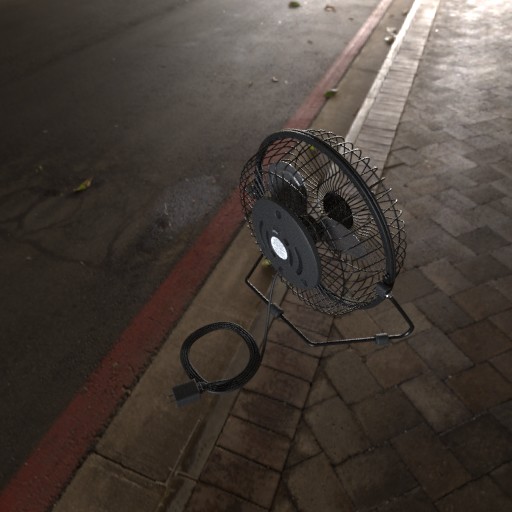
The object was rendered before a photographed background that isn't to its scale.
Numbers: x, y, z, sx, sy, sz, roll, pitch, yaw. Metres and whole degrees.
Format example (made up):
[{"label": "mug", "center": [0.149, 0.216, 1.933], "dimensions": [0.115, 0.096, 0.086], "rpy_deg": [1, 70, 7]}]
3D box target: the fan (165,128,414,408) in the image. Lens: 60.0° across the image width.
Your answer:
[{"label": "fan", "center": [0.000, 0.000, 0.385], "dimensions": [0.227, 0.188, 0.209], "rpy_deg": [-26, 48, -26]}]
